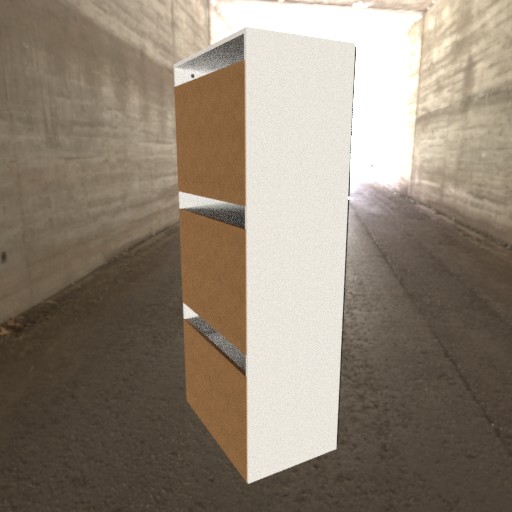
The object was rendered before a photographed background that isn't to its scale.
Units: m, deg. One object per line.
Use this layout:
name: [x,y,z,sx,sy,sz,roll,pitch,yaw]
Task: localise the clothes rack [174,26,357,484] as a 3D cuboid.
clothes rack: [0.000,0.000,1.410,0.330,1.187,0.500,-7,15,-28]
